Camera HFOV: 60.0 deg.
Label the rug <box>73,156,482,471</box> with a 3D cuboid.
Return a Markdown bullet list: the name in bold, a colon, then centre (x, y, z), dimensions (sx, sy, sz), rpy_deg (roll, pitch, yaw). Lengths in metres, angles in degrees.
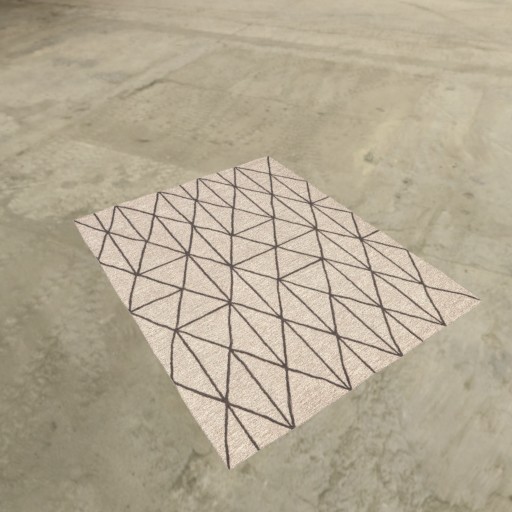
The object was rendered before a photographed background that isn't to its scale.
- **rug**: centre (0.000, 0.000, 4.077), dimensions (2.468, 0.022, 3.061), rpy_deg (-24, 46, -25)
